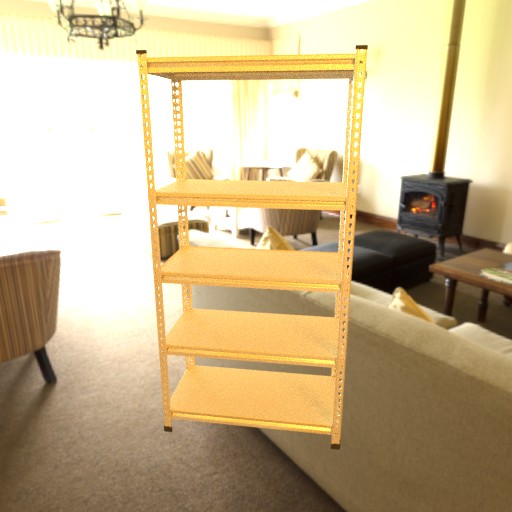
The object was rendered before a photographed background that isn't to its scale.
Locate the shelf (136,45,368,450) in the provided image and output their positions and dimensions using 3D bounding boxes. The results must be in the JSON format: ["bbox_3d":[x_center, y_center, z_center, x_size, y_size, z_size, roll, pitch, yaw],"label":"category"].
[{"bbox_3d":[0.000,0.000,2.201,0.914,1.829,0.457,3,18,8],"label":"shelf"}]
